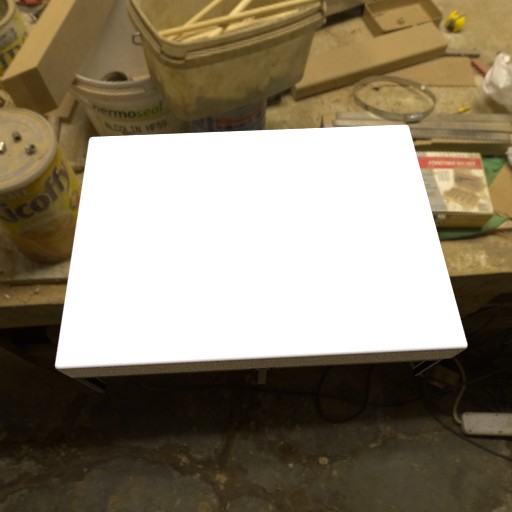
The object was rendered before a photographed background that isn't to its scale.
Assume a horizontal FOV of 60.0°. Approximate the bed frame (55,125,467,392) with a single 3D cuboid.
[{"bbox_3d":[0.000,0.000,2.680,1.956,0.659,1.408,-3,63,-1],"label":"bed frame"}]
